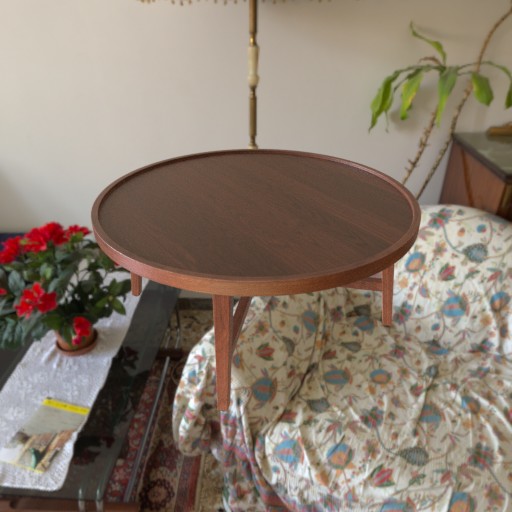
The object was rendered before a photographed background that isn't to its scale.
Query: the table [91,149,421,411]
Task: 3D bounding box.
[{"bbox_3d":[0.000,0.000,1.217,0.800,0.360,0.800,0,30,0],"label":"table"}]
